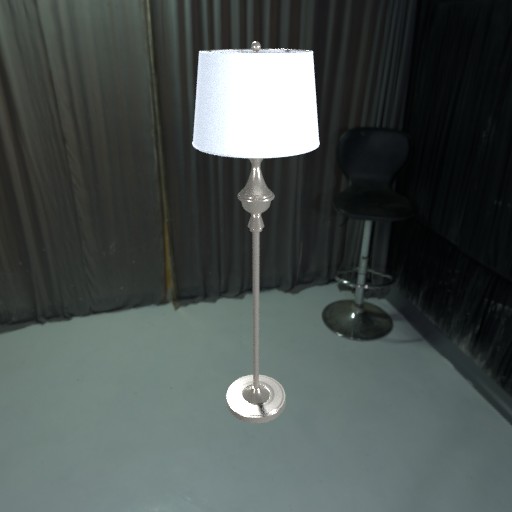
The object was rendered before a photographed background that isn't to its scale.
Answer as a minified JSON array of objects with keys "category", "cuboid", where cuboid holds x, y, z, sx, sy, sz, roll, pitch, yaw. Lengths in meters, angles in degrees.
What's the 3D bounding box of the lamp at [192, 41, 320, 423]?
[{"category":"lamp","cuboid":[0.000,0.000,1.707,0.431,1.488,0.431,0,27,0]}]
